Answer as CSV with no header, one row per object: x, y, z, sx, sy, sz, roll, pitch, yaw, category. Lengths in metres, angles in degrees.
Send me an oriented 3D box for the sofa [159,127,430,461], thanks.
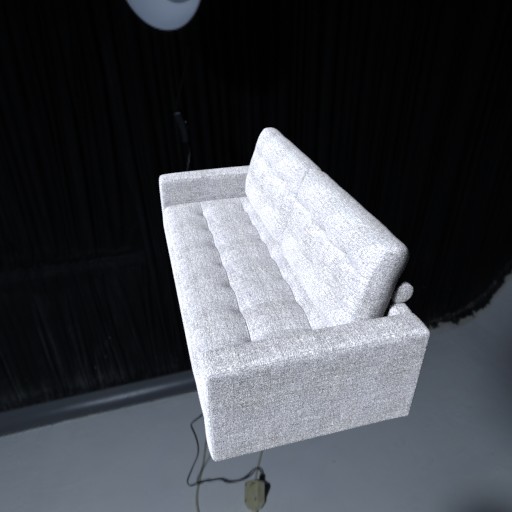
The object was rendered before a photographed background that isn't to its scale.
0.000,0.000,2.329,0.863,0.902,1.821,-8,32,-13,sofa
